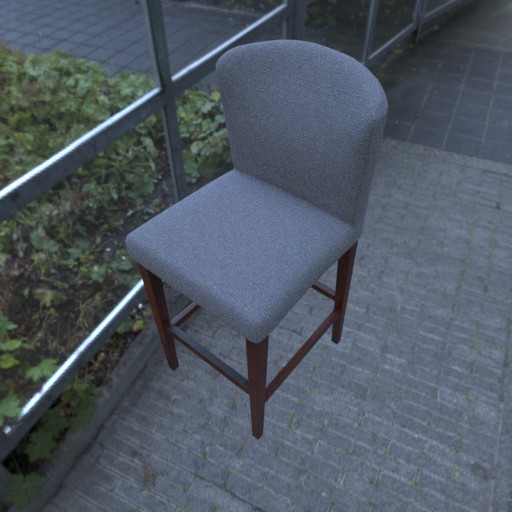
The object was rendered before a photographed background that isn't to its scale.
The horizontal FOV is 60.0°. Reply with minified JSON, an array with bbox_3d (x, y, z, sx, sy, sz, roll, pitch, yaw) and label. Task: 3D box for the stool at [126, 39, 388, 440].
[{"bbox_3d":[0.000,0.000,1.337,0.486,1.069,0.568,30,53,26],"label":"stool"}]
